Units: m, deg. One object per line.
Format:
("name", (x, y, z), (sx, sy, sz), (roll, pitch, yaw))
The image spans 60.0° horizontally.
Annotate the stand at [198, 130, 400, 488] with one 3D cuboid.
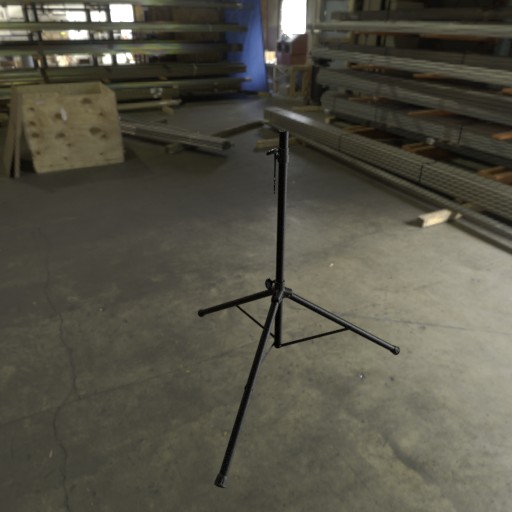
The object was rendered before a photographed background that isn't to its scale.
("stand", (0.000, 0.000, 2.727), (1.596, 1.595, 1.339), (-22, 35, -35))
